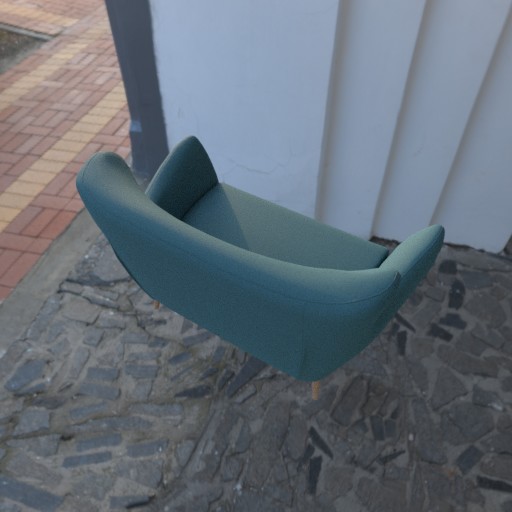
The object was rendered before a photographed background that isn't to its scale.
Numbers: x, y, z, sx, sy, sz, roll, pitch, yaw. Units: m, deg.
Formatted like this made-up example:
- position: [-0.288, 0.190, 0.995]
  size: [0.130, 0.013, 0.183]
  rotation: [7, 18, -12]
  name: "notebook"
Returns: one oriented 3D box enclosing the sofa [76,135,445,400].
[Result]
- position: [0.000, 0.000, 2.004]
  size: [1.397, 0.889, 0.889]
  rotation: [25, 51, 22]
  name: "sofa"
